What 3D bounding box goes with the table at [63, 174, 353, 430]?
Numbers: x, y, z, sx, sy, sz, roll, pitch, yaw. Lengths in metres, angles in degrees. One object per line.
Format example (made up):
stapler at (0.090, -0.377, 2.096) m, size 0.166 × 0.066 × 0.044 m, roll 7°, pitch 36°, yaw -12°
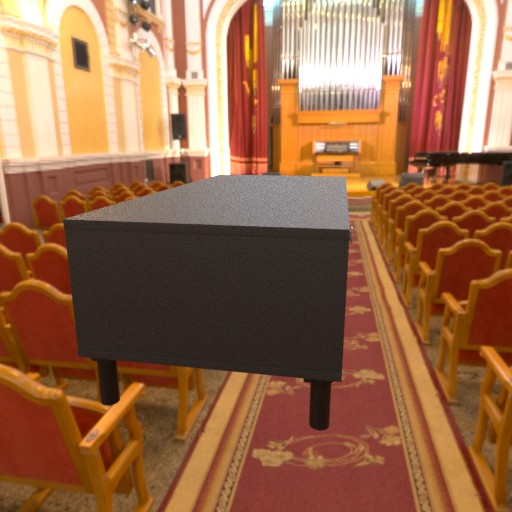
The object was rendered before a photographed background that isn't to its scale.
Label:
table at (0.000, 0.000, 1.352) m, size 0.550 × 0.400 × 1.100 m, roll 3°, pitch 15°, yaw 10°
